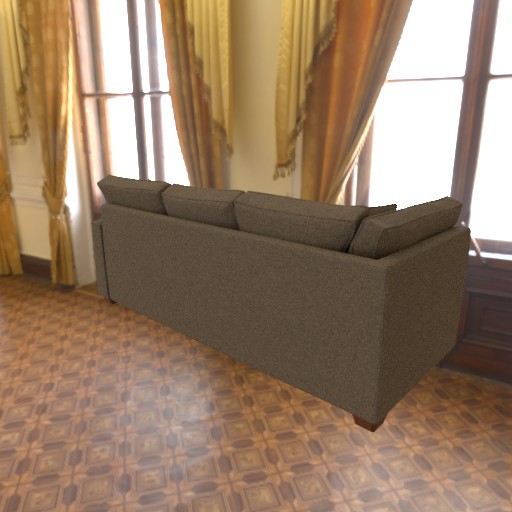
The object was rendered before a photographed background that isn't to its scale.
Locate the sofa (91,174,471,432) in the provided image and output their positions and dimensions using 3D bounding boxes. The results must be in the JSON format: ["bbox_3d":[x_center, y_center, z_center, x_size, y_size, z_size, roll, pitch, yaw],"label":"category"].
[{"bbox_3d":[0.000,0.000,2.872,2.317,0.962,1.061,14,21,41],"label":"sofa"}]
